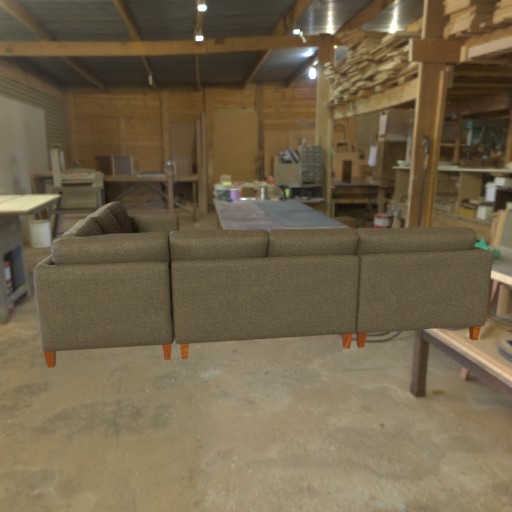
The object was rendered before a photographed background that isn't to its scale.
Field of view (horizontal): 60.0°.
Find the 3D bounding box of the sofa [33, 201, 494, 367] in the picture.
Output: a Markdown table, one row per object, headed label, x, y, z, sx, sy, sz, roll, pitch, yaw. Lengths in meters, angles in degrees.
| label | x | y | z | sx | sy | sz | roll | pitch | yaw |
| --- | --- | --- | --- | --- | --- | --- | --- | --- | --- |
| sofa | 0.000 | 0.000 | 4.508 | 3.460 | 0.961 | 2.594 | -2 | 13 | -8 |
